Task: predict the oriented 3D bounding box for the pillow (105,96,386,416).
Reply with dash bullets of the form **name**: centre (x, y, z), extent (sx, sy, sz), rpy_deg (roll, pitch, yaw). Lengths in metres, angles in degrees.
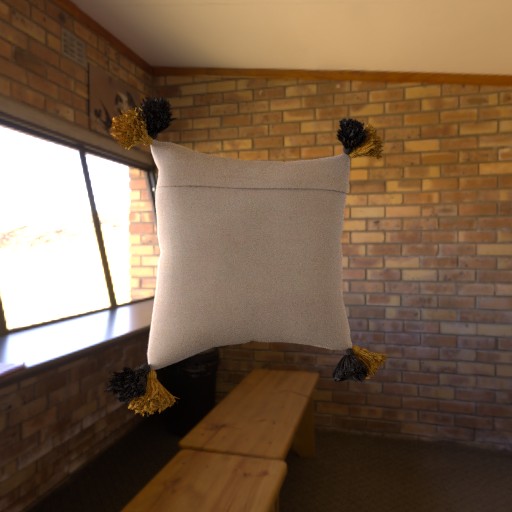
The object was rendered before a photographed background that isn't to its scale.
- **pillow**: centre (0.000, 0.000, 1.001), extent (0.654, 0.659, 0.139), rpy_deg (0, 1, -17)
